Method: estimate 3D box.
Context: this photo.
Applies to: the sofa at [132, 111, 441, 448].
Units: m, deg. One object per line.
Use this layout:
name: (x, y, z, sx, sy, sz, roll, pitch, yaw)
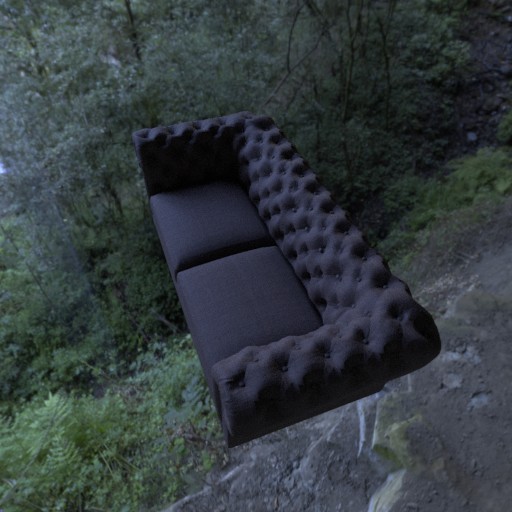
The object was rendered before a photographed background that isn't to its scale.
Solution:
sofa: (0.000, 0.000, 2.493, 0.944, 0.780, 2.048, -15, 48, -14)
